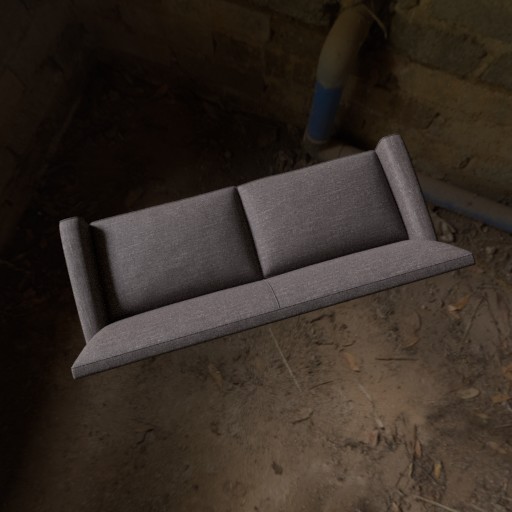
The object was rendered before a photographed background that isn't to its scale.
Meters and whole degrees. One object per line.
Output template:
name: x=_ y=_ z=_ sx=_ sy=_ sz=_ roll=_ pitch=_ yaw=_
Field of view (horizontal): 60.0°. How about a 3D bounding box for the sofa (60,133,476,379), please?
sofa: x=0.000 y=0.000 z=2.512 sx=1.976 sy=0.846 sz=0.875 roll=-15 pitch=74 yaw=-4
